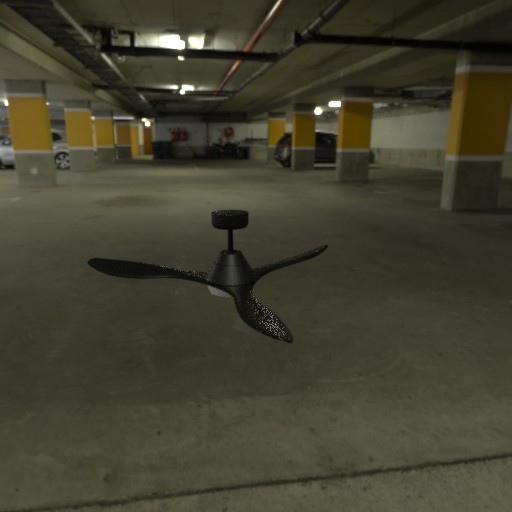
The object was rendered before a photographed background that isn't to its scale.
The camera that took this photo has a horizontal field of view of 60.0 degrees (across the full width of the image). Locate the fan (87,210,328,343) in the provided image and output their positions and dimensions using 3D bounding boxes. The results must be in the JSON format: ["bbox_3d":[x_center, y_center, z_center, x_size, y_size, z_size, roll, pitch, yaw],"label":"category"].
[{"bbox_3d":[0.000,0.000,1.636,1.067,0.305,1.067,-7,16,-26],"label":"fan"}]
